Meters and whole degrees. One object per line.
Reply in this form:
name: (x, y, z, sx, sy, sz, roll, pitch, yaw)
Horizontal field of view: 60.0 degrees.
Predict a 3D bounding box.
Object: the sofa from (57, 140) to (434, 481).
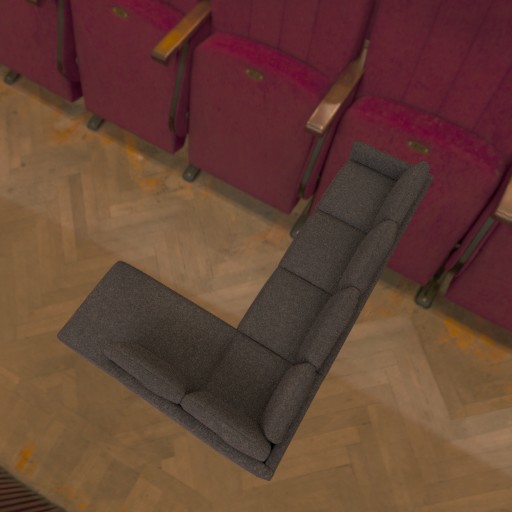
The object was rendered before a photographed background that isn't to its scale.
sofa: (0.000, 0.000, 3.864, 2.007, 0.815, 2.949, 29, 68, 13)
